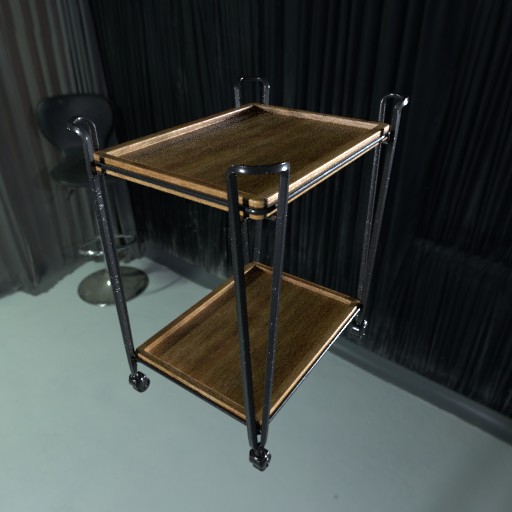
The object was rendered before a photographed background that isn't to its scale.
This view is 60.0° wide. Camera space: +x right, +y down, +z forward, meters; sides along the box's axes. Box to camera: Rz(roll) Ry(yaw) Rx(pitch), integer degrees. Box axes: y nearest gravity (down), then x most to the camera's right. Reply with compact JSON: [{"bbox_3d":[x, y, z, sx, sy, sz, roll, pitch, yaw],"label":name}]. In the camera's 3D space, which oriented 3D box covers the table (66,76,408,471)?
[{"bbox_3d":[0.000,0.000,1.191,0.505,0.785,0.672,20,36,29],"label":"table"}]
